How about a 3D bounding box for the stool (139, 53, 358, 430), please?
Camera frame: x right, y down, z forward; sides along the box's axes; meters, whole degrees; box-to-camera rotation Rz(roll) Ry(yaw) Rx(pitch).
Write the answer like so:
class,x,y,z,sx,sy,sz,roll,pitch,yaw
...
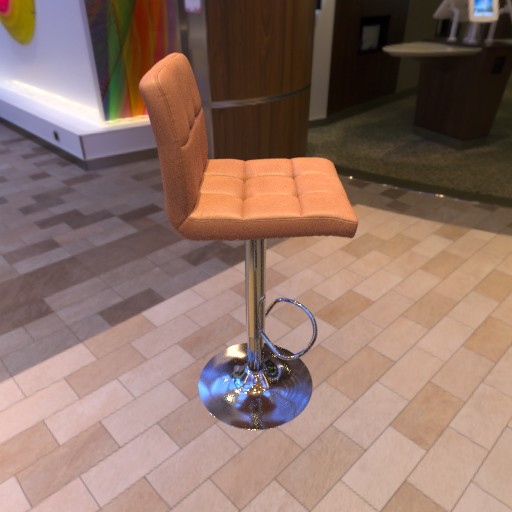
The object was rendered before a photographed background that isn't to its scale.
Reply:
class,x,y,z,sx,sy,sz,roll,pitch,yaw
stool,0.000,0.000,1.370,0.505,1.115,0.430,0,32,0
